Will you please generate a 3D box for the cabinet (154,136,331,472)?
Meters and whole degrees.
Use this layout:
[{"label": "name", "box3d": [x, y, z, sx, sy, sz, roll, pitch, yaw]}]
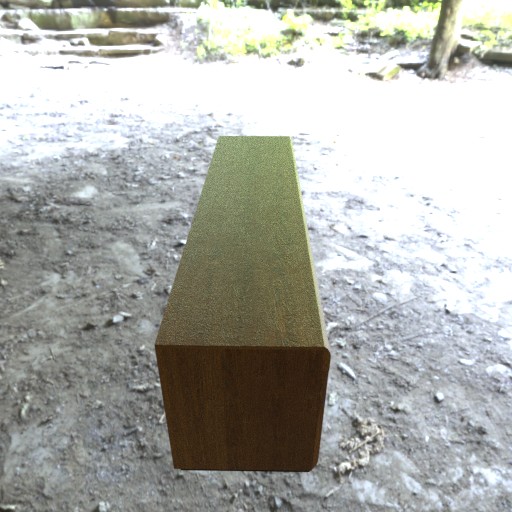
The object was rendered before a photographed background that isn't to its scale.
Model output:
[{"label": "cabinet", "box3d": [0.000, 0.000, 1.783, 0.419, 0.510, 1.600, 0, 31, 1]}]
